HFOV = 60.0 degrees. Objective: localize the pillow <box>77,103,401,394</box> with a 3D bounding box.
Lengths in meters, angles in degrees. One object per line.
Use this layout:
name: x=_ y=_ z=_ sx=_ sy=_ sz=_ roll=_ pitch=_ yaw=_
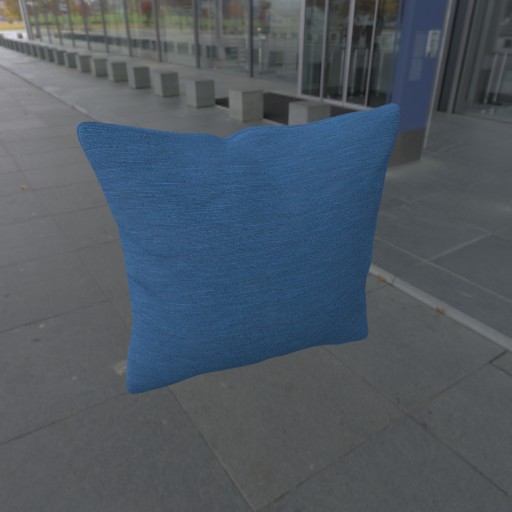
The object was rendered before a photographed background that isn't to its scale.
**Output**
pillow: x=0.000 y=0.000 z=0.667 sx=0.437 sy=0.420 sz=0.177 roll=-9 pitch=29 yaw=-17
